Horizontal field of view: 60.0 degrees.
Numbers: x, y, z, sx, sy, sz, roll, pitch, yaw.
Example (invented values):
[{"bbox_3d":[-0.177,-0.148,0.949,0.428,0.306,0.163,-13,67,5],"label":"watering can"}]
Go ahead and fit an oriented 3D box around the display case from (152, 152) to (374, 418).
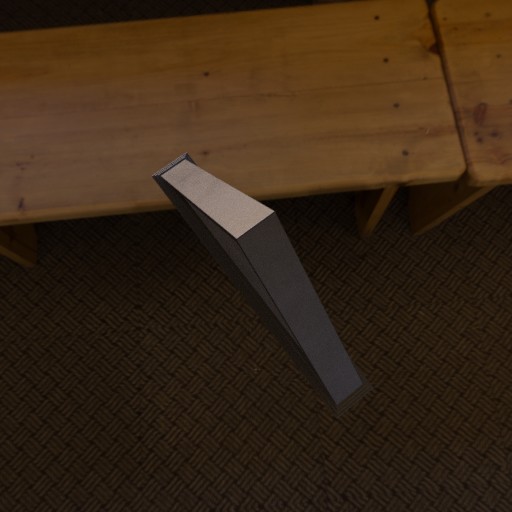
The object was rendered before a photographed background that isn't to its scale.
[{"bbox_3d":[0.000,0.000,0.769,0.095,0.340,0.640,-36,78,-9],"label":"display case"}]
